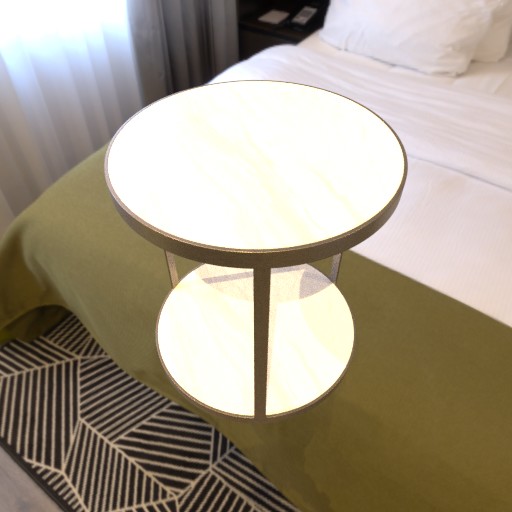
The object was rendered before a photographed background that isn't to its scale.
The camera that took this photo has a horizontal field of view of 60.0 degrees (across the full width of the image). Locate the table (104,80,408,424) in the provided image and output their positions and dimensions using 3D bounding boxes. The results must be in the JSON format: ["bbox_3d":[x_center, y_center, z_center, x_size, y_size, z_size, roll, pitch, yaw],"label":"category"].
[{"bbox_3d":[0.000,0.000,0.839,0.445,0.479,0.445,0,46,0],"label":"table"}]
